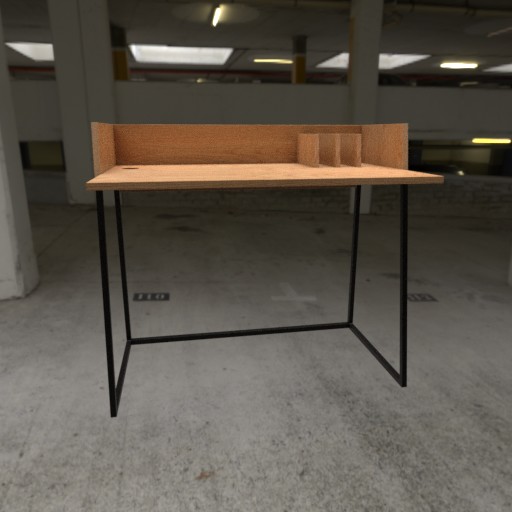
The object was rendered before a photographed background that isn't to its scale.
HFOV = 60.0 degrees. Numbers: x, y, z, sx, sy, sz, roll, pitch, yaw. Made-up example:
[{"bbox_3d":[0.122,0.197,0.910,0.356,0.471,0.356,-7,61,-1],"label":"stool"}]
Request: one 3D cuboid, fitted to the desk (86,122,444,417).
[{"bbox_3d":[0.000,0.000,1.851,1.191,1.061,0.769,-3,16,-10],"label":"desk"}]
